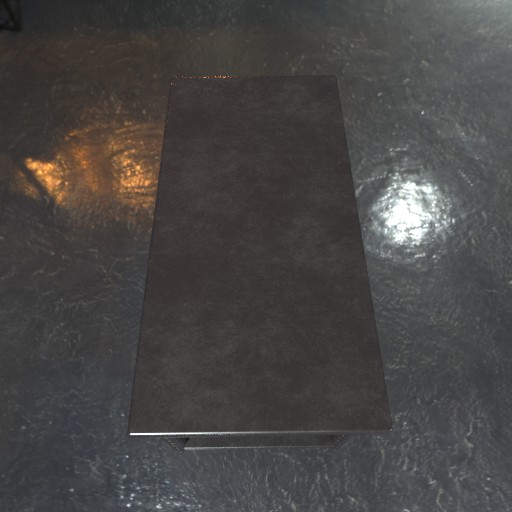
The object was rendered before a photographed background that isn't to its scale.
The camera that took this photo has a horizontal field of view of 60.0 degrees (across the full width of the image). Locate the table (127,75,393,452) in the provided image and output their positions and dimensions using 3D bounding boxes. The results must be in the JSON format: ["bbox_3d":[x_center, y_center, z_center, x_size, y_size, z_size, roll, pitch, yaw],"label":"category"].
[{"bbox_3d":[0.000,0.000,1.446,0.580,0.487,1.171,-1,59,0],"label":"table"}]
